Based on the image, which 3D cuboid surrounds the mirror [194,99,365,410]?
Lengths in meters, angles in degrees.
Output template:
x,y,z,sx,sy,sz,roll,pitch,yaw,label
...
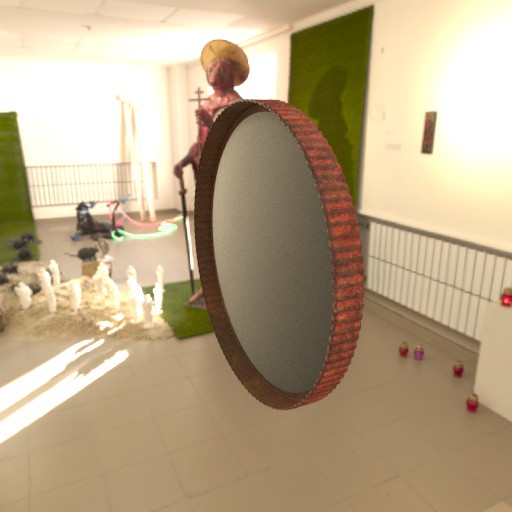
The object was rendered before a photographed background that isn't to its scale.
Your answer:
x,y,z,sx,sy,sz,roll,pitch,yaw,label
0.000,0.000,0.911,0.056,0.609,0.609,-8,18,-26,mirror
